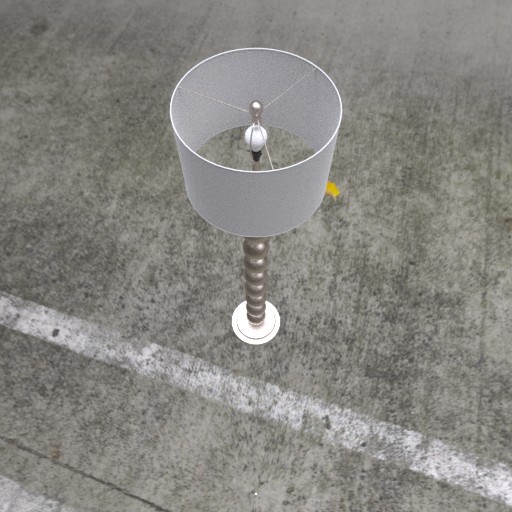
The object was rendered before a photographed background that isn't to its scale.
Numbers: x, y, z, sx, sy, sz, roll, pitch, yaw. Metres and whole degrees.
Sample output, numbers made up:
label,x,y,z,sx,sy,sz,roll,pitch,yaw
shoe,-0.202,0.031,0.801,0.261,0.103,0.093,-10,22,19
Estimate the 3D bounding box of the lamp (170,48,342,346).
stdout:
label,x,y,z,sx,sy,sz,roll,pitch,yaw
lamp,0.000,0.000,1.653,0.394,1.474,0.394,17,63,9
